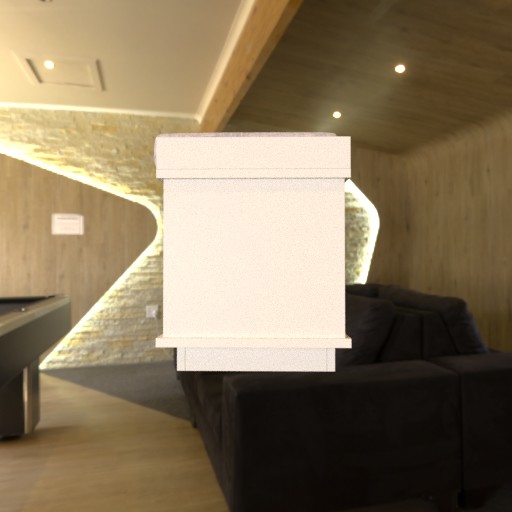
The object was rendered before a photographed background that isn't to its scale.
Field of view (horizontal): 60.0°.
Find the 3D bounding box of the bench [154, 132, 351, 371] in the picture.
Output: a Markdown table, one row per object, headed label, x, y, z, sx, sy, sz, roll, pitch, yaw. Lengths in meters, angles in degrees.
| label | x | y | z | sx | sy | sz | roll | pitch | yaw |
| --- | --- | --- | --- | --- | --- | --- | --- | --- | --- |
| bench | 0.000 | 0.000 | 1.395 | 0.363 | 0.453 | 1.196 | 0 | -1 | 1 |
